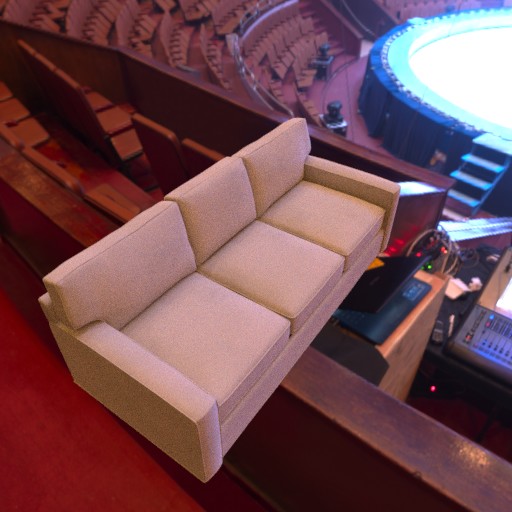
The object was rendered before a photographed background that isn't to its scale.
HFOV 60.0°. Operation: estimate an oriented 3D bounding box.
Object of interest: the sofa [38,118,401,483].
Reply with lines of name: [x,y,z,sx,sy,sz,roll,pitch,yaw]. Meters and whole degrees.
sofa: [0.000,0.000,2.577,0.935,0.862,2.088,24,46,26]
